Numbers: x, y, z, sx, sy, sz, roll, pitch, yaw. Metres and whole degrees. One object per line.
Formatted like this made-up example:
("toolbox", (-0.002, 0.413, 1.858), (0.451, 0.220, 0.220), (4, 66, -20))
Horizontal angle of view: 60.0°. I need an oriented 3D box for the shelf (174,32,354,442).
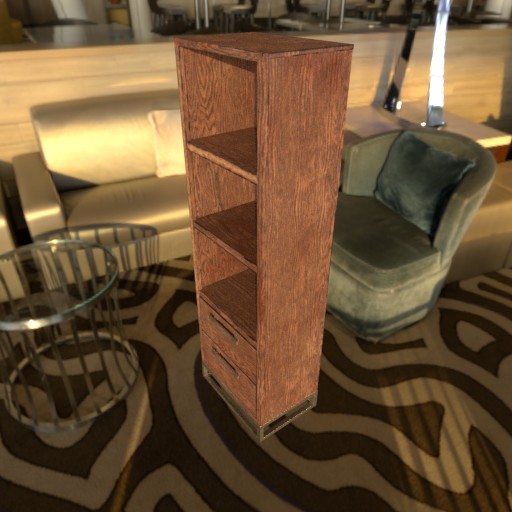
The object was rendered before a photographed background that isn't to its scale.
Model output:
("shelf", (0.000, 0.000, 1.973), (0.395, 1.732, 0.539), (-21, 38, -31))
